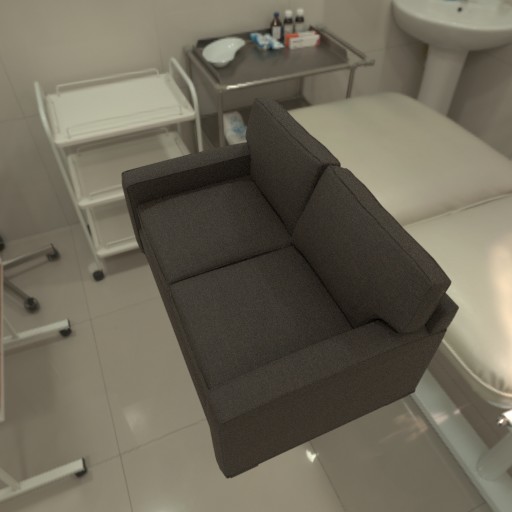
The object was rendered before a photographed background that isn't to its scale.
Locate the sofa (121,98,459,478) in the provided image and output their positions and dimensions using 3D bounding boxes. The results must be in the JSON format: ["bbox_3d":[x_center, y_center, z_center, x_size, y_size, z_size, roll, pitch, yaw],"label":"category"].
[{"bbox_3d":[0.000,0.000,2.149,0.974,0.887,1.534,-18,49,-16],"label":"sofa"}]
